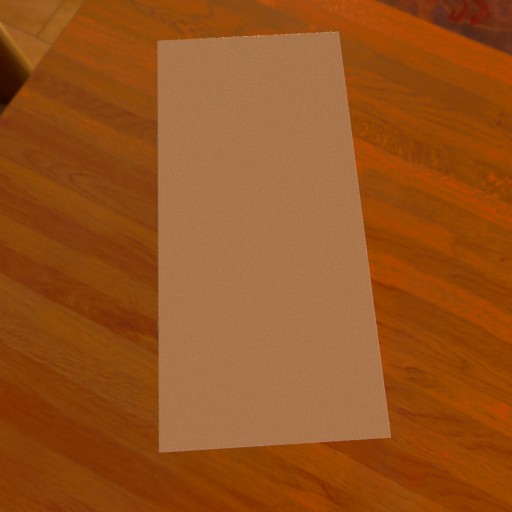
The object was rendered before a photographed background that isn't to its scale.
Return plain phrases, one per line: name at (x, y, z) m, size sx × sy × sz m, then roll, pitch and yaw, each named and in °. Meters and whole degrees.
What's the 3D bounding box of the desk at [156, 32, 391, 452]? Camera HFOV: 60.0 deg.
desk at (0.000, 0.000, 1.473) m, size 0.525 × 0.780 × 1.057 m, roll -3°, pitch 75°, yaw -1°
